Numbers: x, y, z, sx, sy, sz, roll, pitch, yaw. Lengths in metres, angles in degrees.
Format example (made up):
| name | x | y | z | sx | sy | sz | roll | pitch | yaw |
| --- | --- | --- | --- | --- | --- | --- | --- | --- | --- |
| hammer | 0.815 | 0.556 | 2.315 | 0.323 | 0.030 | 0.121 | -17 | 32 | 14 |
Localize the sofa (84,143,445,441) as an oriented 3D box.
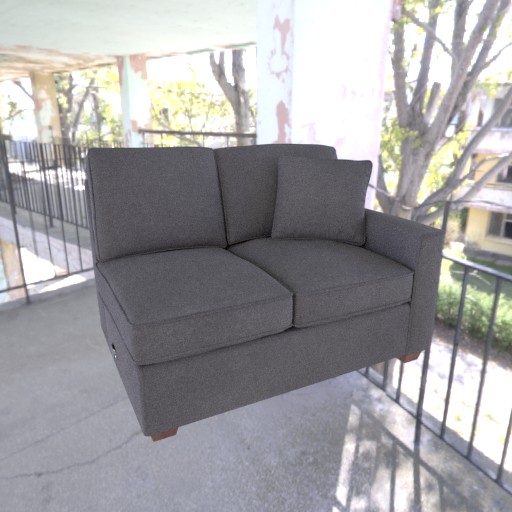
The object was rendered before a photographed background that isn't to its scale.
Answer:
| name | x | y | z | sx | sy | sz | roll | pitch | yaw |
| --- | --- | --- | --- | --- | --- | --- | --- | --- | --- |
| sofa | 0.000 | 0.000 | 2.075 | 1.388 | 0.989 | 0.991 | -9 | 19 | -26 |
